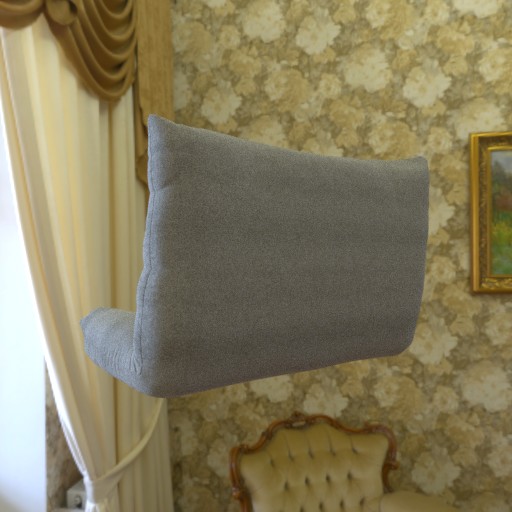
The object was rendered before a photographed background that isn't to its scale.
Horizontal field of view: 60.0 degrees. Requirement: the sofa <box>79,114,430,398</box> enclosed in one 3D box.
[{"bbox_3d":[0.000,0.000,1.691,1.144,0.795,0.847,0,-1,-35],"label":"sofa"}]
